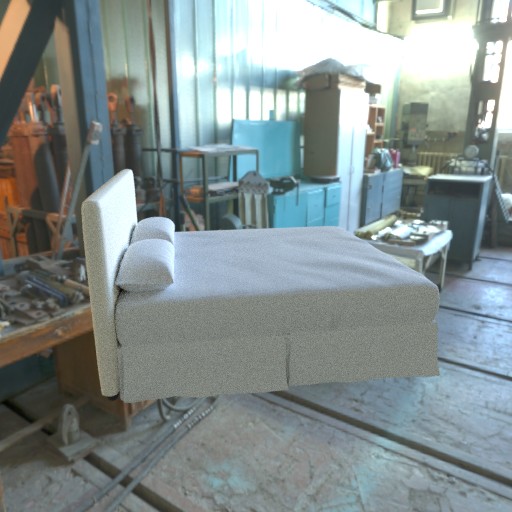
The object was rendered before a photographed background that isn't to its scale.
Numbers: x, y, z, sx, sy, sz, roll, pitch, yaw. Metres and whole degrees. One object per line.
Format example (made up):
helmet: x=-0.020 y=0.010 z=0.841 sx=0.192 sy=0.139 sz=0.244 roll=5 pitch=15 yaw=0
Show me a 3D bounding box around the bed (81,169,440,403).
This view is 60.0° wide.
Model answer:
bed: x=0.000 y=0.000 z=3.737 sx=2.341 sy=1.317 sz=2.119 roll=-3 pitch=16 yaw=-10
